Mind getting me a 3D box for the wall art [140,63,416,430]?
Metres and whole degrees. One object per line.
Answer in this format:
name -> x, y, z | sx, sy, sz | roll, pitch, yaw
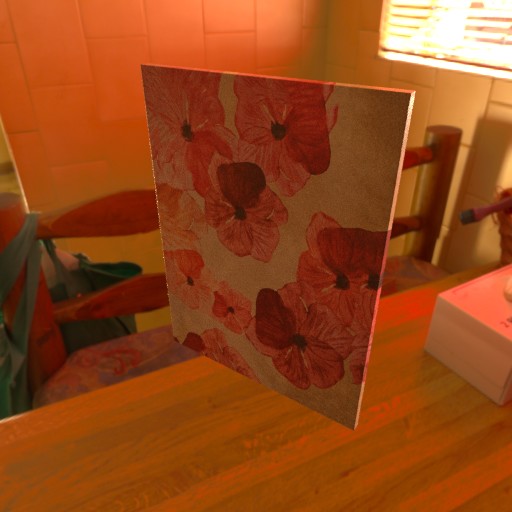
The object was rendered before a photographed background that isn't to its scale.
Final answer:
wall art -> 0.000, 0.000, 1.331 | 0.762, 1.015, 0.031 | 19, 35, 29
